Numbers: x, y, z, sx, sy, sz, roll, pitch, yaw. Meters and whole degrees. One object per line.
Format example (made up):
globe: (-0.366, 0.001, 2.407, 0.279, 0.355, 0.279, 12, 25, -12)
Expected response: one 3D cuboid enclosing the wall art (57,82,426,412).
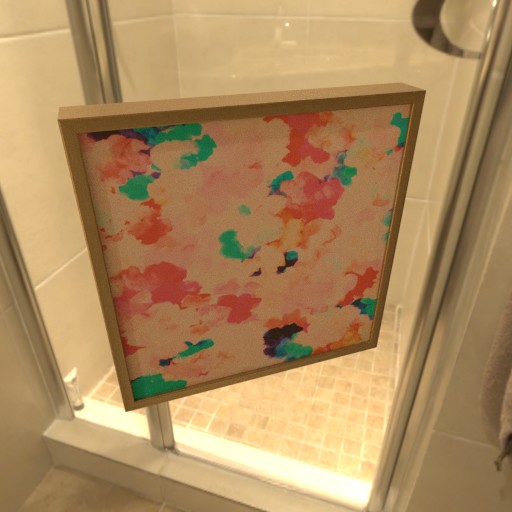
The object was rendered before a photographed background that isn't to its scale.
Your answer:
wall art: (0.000, 0.000, 0.444, 0.304, 0.305, 0.038, -10, 33, -16)
